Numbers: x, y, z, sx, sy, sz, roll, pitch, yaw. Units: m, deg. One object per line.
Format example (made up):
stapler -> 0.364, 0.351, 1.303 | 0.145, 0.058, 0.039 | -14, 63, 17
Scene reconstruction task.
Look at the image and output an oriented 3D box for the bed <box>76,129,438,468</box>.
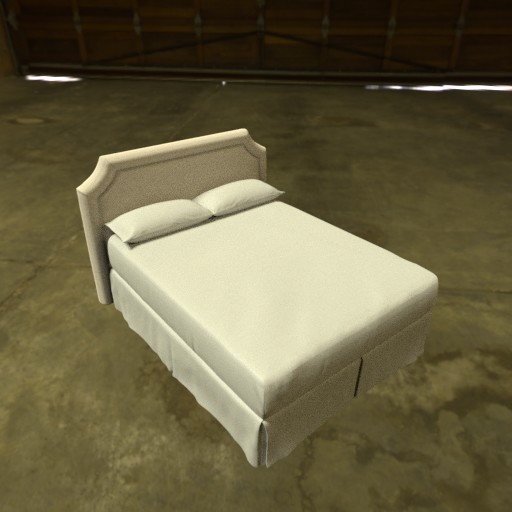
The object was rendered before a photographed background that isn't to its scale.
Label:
bed -> 0.000, 0.000, 3.343 | 1.828, 1.297, 2.164 | -22, 36, -33
